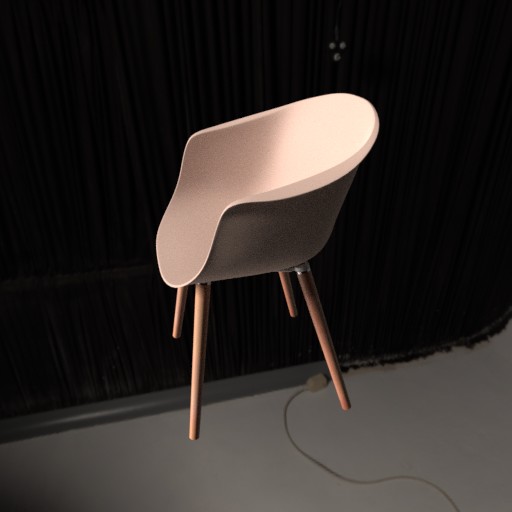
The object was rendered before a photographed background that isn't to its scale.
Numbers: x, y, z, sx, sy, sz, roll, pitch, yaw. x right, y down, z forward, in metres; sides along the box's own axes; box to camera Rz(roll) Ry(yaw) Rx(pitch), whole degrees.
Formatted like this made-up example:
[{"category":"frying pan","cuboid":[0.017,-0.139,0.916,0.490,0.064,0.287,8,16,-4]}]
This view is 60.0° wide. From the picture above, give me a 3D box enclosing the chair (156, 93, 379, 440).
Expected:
[{"category":"chair","cuboid":[0.000,0.000,1.169,0.504,0.781,0.593,-7,30,-13]}]
